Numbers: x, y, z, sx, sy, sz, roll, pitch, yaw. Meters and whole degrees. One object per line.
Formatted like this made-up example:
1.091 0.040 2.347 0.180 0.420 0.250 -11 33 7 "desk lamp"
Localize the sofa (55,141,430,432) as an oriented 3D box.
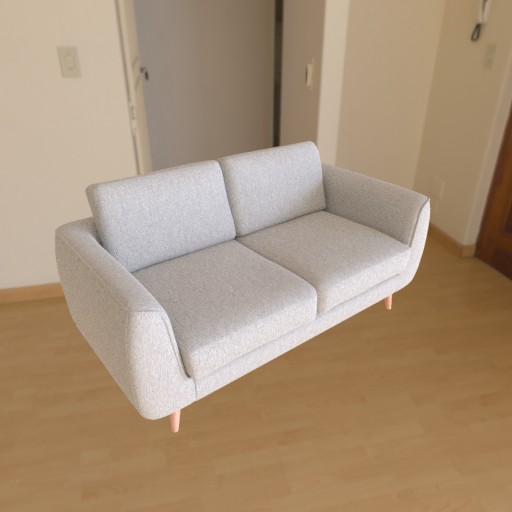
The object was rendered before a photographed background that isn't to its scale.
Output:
0.000 0.000 2.207 1.700 0.850 0.920 -20 34 -33 "sofa"
